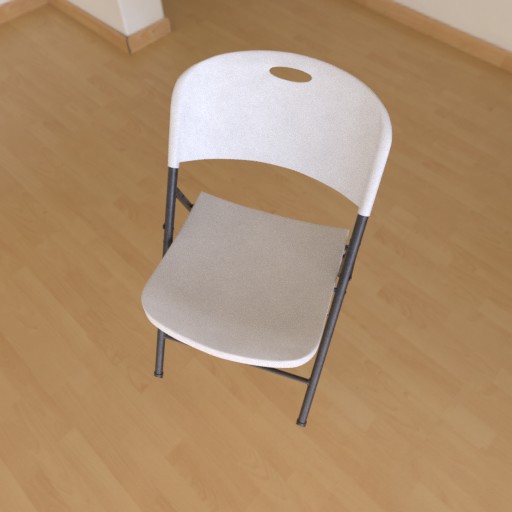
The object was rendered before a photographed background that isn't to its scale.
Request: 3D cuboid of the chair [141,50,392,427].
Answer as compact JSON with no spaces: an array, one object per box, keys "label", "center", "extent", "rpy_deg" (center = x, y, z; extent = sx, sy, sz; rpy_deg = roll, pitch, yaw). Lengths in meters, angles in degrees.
[{"label":"chair","center":[0.000,0.000,1.152],"extent":[0.494,0.810,0.566],"rpy_deg":[16,59,10]}]
